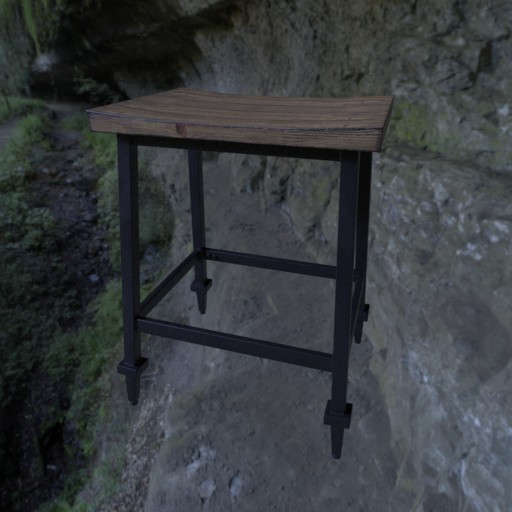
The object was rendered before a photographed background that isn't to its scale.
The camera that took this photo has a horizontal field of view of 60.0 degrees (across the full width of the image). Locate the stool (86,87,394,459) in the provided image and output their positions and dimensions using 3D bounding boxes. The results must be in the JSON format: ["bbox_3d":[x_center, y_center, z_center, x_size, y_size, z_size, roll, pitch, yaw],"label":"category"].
[{"bbox_3d":[0.000,0.000,0.944,0.486,0.625,0.405,8,28,16],"label":"stool"}]
